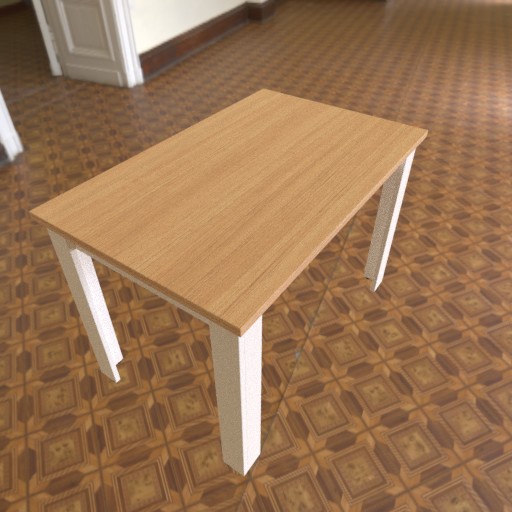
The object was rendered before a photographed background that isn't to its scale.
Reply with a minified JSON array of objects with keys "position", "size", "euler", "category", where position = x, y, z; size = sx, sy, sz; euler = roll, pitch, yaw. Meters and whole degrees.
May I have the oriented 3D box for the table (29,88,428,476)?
[{"position":[0.000,0.000,1.599],"size":[0.700,0.734,1.100],"euler":[25,46,26],"category":"table"}]
